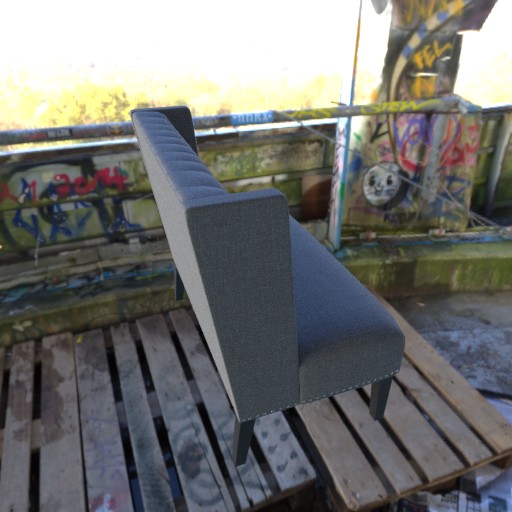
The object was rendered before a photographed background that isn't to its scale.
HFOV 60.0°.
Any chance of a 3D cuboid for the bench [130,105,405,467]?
[{"bbox_3d":[0.000,0.000,2.032,0.842,1.121,1.276,-10,32,-17],"label":"bench"}]
